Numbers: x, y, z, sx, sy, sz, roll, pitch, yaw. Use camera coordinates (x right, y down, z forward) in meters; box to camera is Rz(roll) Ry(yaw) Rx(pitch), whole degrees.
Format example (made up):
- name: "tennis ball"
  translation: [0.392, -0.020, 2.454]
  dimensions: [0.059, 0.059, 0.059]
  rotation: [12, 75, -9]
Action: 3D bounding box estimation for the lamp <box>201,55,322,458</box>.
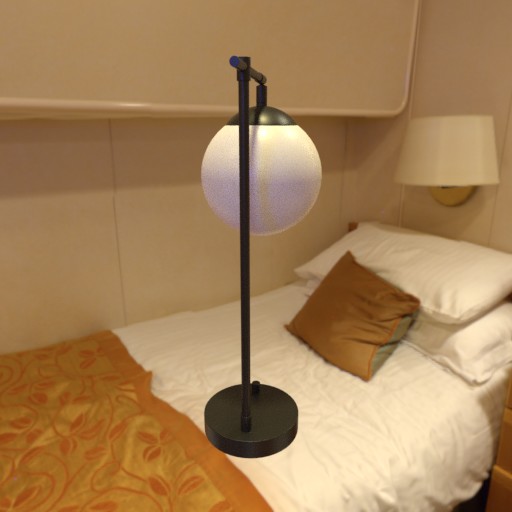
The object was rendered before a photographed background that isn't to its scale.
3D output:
- name: "lamp"
  translation: [0.000, 0.000, 0.709]
  dimensions: [0.197, 0.559, 0.316]
  rotation: [2, 17, 8]
